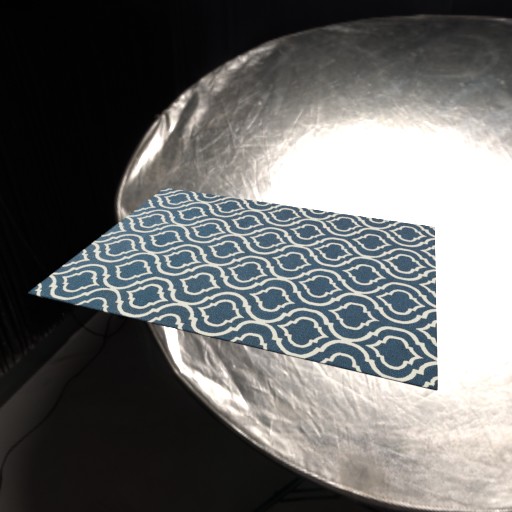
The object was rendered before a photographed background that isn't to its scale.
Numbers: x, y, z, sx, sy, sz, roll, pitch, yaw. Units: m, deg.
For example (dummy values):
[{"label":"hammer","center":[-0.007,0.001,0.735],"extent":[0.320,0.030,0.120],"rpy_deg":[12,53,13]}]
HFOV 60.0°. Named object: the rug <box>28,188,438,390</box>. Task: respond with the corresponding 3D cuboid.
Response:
[{"label":"rug","center":[0.000,0.000,4.356],"extent":[3.353,0.010,2.438],"rpy_deg":[10,33,16]}]
